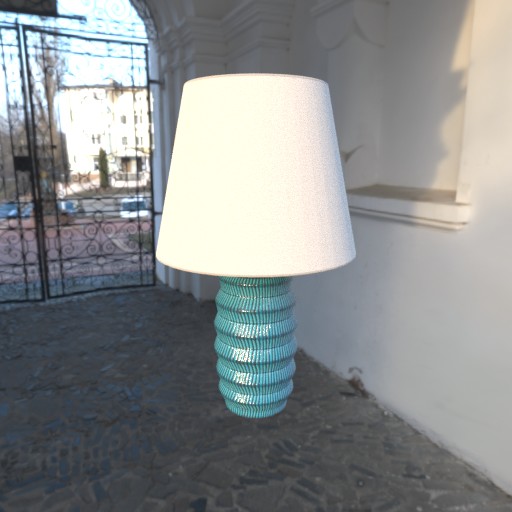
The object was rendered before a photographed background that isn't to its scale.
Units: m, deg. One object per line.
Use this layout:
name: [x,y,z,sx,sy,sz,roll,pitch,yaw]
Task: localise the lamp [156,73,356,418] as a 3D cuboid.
lamp: [0.000,0.000,0.806,0.355,0.582,0.355,0,13,0]
